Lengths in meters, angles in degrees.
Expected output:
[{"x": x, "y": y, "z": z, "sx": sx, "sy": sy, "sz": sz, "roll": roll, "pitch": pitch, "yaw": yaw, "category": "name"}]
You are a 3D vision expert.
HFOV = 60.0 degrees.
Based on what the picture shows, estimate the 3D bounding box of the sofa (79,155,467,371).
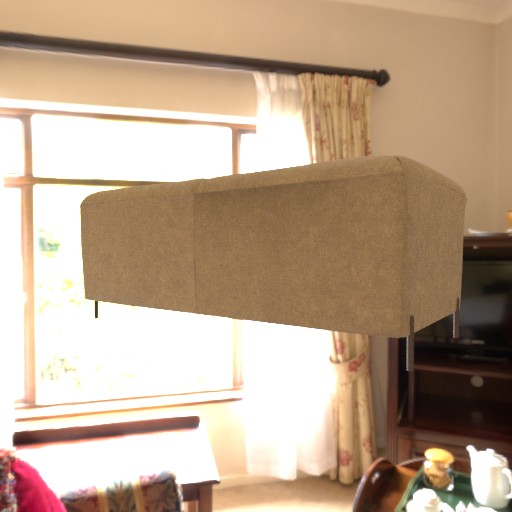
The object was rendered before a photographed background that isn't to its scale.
[{"x": 0.000, "y": 0.000, "z": 2.321, "sx": 1.878, "sy": 0.747, "sz": 0.905, "roll": 1, "pitch": 1, "yaw": 37, "category": "sofa"}]
